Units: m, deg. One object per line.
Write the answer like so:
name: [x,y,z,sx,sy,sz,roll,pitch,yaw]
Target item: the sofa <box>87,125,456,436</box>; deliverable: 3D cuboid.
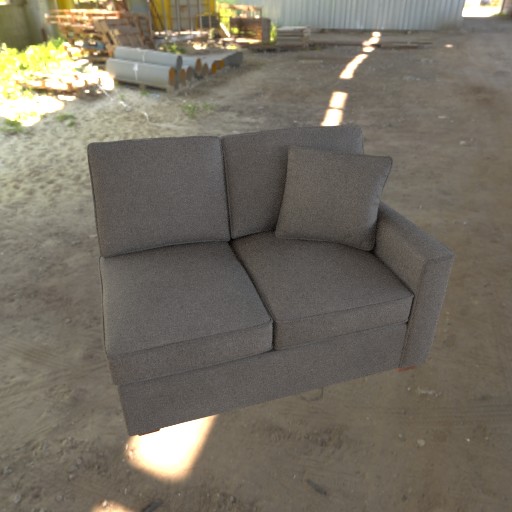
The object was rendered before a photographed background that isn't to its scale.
sofa: [0.000,0.000,2.044,1.388,0.989,0.991,-9,32,-15]
